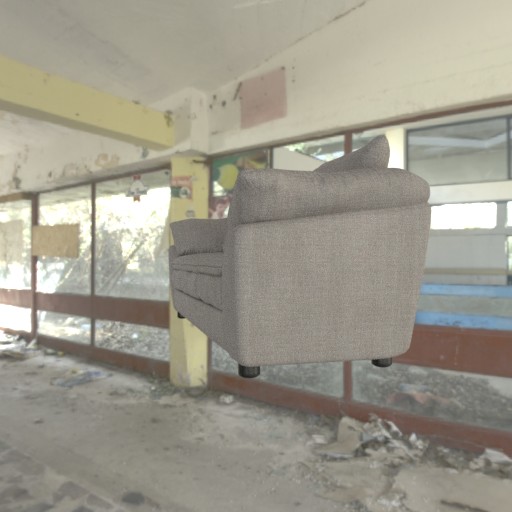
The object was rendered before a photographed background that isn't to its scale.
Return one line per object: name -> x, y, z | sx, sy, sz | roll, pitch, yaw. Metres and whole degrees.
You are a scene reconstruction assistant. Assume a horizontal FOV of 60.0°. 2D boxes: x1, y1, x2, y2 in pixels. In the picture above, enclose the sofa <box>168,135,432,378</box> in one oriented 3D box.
sofa -> 0.000, 0.000, 2.787 | 0.878, 0.996, 2.334 | 0, -1, -17
